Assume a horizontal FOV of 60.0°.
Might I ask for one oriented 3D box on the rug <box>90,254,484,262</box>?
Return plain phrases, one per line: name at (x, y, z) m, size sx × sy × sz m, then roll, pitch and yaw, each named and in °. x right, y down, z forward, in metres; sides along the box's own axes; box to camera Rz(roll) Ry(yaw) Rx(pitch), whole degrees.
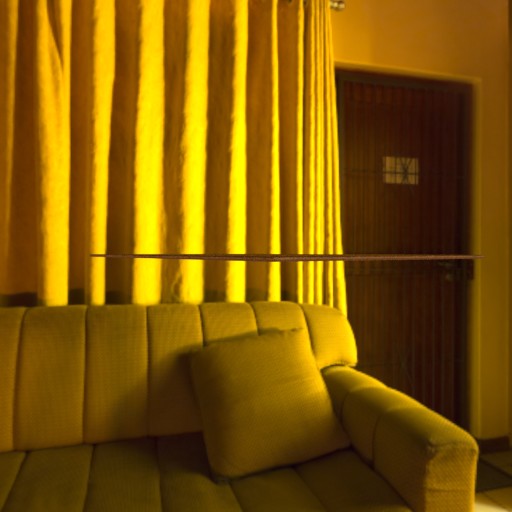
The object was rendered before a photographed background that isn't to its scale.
rug at (0.000, 0.000, 2.375) m, size 1.219 × 0.016 × 1.829 m, roll 0°, pitch 1°, yaw -36°
